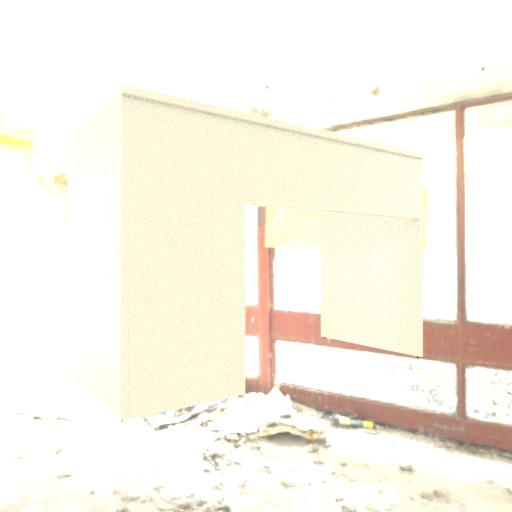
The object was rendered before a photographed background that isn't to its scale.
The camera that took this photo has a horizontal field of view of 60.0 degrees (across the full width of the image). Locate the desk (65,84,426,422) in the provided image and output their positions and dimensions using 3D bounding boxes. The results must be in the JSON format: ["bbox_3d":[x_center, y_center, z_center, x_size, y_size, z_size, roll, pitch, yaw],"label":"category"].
[{"bbox_3d":[0.000,0.000,1.498,1.097,0.735,0.560,0,0,-35],"label":"desk"}]
